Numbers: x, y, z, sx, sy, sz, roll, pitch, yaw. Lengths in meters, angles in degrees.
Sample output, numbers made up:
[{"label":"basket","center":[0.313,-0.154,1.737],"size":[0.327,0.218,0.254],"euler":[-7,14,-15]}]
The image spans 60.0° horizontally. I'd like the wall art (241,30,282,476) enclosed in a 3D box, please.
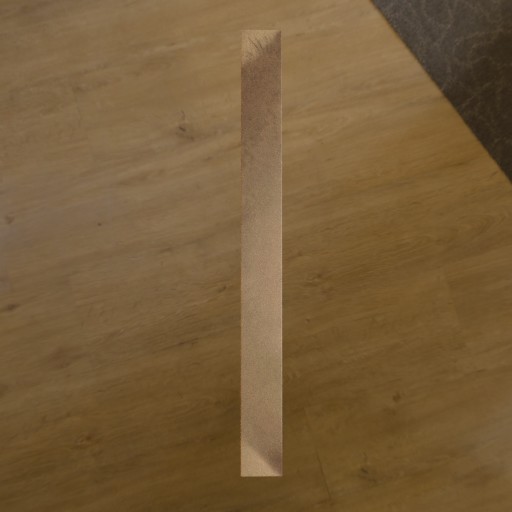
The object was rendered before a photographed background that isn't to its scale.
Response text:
[{"label":"wall art","center":[0.000,0.000,0.452],"size":[0.028,0.303,0.303],"euler":[0,89,-1]}]
